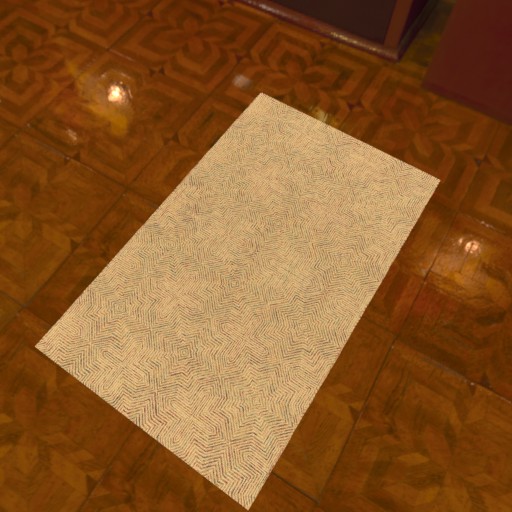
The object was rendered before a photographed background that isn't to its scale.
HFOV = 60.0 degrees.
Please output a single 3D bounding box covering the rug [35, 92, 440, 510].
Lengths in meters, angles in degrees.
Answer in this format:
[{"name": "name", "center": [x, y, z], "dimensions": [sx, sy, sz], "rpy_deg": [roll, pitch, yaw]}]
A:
[{"name": "rug", "center": [0.000, 0.000, 2.866], "dimensions": [1.519, 0.007, 2.428], "rpy_deg": [31, 68, 14]}]
